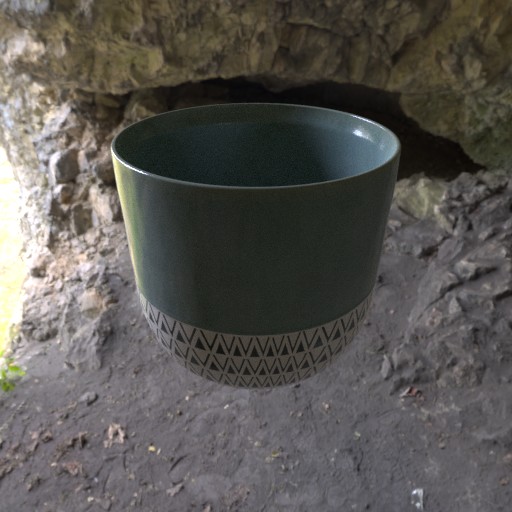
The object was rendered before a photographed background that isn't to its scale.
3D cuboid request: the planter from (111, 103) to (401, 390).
[{"bbox_3d":[0.000,0.000,0.489,0.266,0.270,0.266,0,31,0],"label":"planter"}]
